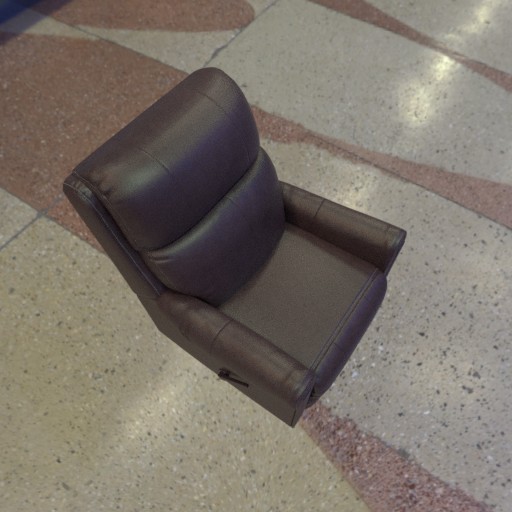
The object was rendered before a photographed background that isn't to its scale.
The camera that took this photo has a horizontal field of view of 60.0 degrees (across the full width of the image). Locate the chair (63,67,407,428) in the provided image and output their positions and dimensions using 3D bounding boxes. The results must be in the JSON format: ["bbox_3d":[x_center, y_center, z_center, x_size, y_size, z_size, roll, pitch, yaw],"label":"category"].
[{"bbox_3d":[0.000,0.000,1.777,1.014,1.054,0.838,31,63,18],"label":"chair"}]
